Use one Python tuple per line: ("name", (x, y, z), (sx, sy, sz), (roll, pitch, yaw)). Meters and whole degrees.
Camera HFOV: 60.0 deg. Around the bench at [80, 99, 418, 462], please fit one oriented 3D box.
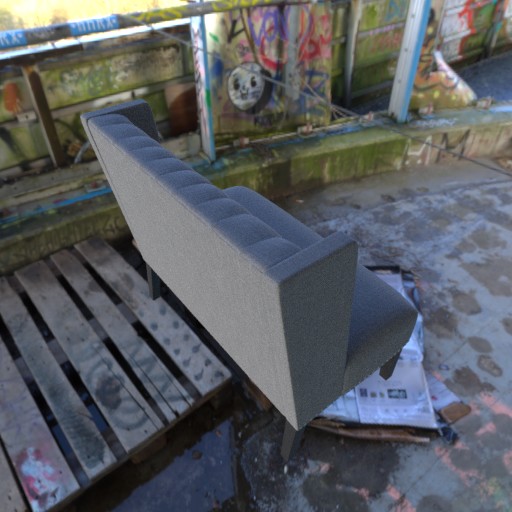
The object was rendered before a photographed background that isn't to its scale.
("bench", (0.000, 0.000, 1.987), (0.842, 1.121, 1.276), (-27, 48, -28))
